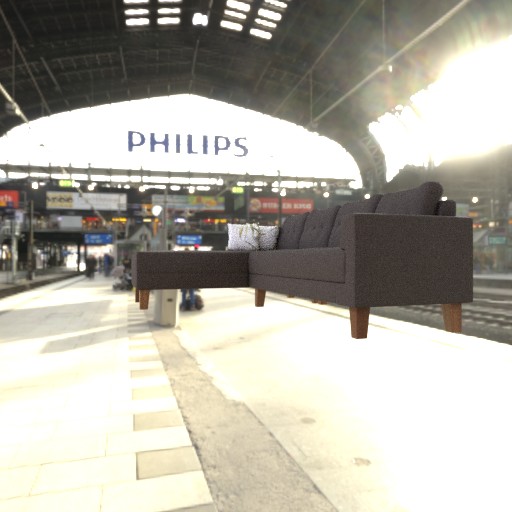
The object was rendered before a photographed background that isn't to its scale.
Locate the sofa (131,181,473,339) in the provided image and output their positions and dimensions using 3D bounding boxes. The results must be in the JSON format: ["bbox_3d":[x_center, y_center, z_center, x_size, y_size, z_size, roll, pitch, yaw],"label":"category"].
[{"bbox_3d":[0.000,0.000,3.599,1.829,0.932,2.679,0,0,-18],"label":"sofa"}]
